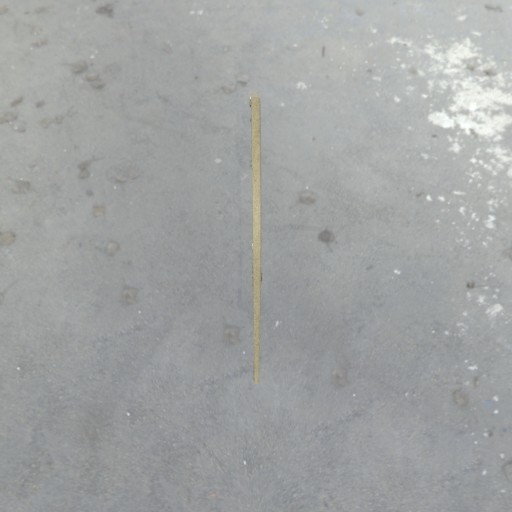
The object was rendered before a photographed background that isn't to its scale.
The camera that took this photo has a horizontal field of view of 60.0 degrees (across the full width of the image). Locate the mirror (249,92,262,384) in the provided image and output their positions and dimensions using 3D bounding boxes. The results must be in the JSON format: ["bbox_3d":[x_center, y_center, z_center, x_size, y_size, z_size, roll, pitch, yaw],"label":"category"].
[{"bbox_3d":[0.000,0.000,1.347,0.025,1.175,0.464,-1,59,0],"label":"mirror"}]
